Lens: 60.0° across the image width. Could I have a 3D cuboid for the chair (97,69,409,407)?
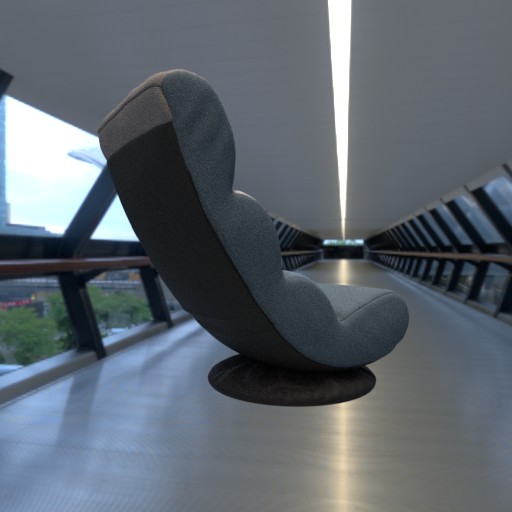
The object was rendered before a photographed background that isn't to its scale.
[{"bbox_3d":[0.000,0.000,1.057,0.661,0.641,0.420,0,-1,-34],"label":"chair"}]
